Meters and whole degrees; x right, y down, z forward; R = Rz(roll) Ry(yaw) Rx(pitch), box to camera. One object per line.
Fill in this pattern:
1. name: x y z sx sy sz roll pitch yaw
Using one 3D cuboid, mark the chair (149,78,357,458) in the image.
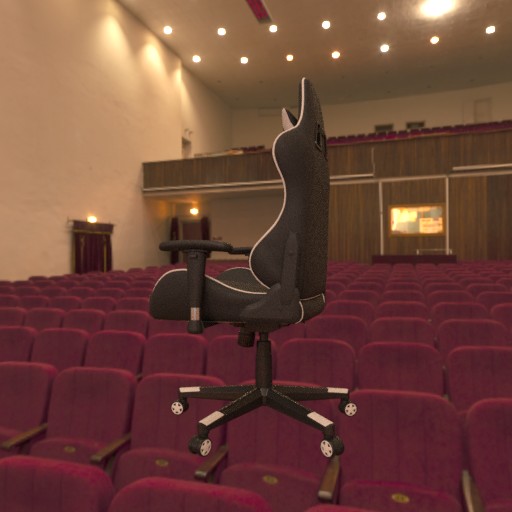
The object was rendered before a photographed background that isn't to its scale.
1. chair: 0.000 0.000 1.659 0.700 1.240 0.700 0 -1 19
